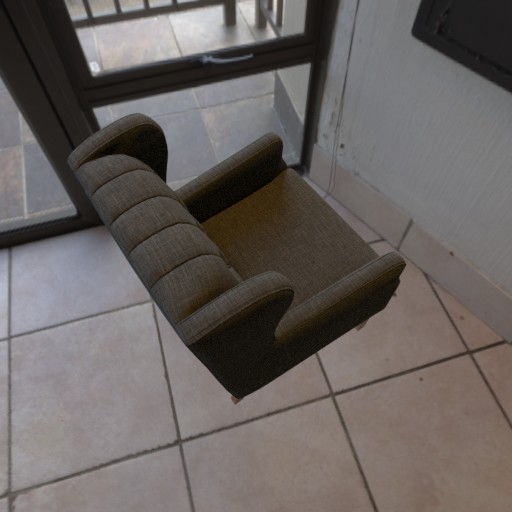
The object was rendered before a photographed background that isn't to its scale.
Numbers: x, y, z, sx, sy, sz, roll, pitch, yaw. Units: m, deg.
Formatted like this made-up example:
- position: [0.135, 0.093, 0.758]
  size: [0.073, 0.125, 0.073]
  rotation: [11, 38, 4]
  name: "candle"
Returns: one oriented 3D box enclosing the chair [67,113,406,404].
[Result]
- position: [0.000, 0.000, 1.499]
  size: [0.775, 0.953, 0.711]
  rotation: [-31, 64, -17]
  name: "chair"
